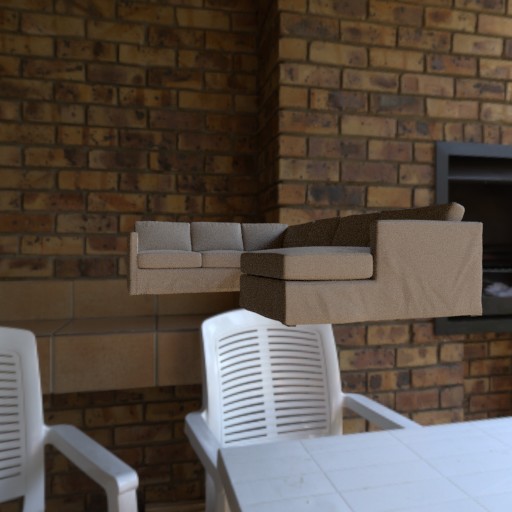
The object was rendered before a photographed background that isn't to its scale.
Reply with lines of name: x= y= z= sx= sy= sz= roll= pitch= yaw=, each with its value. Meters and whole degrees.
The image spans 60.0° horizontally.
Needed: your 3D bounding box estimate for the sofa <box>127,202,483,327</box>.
sofa: x=0.000 y=0.000 z=4.515 sx=2.427 sy=0.882 sz=3.460 roll=0 pitch=1 yaw=-18
